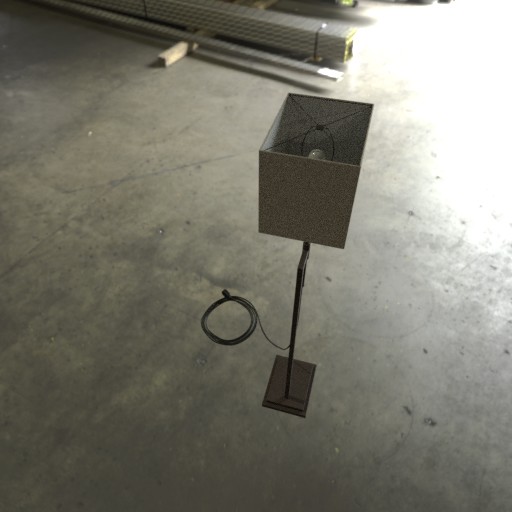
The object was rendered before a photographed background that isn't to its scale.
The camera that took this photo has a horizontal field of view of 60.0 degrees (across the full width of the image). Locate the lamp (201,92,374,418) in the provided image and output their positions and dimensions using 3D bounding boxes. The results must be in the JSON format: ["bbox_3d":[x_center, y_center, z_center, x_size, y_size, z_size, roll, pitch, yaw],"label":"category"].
[{"bbox_3d":[0.000,0.000,2.046,0.774,1.600,0.698,12,47,11],"label":"lamp"}]
